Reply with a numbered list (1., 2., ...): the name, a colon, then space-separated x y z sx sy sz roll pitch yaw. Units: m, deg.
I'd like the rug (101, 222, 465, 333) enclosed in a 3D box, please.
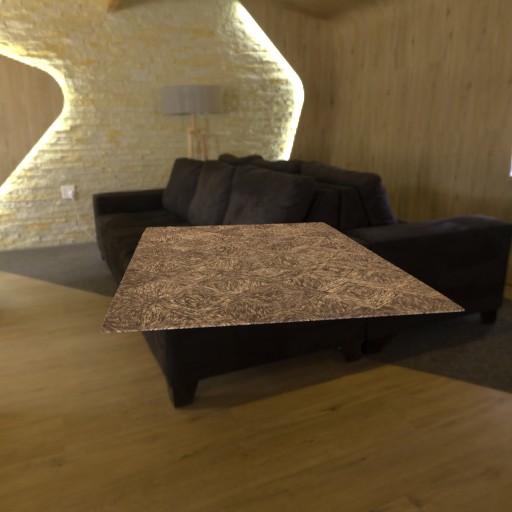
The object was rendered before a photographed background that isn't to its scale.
1. rug: 0.000 0.000 5.459 2.997 0.020 4.093 -2 15 -8
